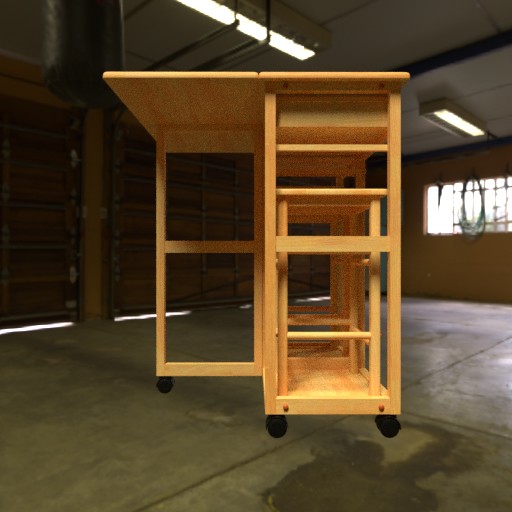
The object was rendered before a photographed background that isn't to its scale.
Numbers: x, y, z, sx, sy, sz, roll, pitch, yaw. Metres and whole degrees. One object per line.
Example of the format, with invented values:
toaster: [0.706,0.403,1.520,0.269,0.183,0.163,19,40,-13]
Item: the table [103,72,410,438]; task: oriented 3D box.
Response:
table: [0.000,0.000,1.371,0.693,0.832,0.752,0,0,0]
